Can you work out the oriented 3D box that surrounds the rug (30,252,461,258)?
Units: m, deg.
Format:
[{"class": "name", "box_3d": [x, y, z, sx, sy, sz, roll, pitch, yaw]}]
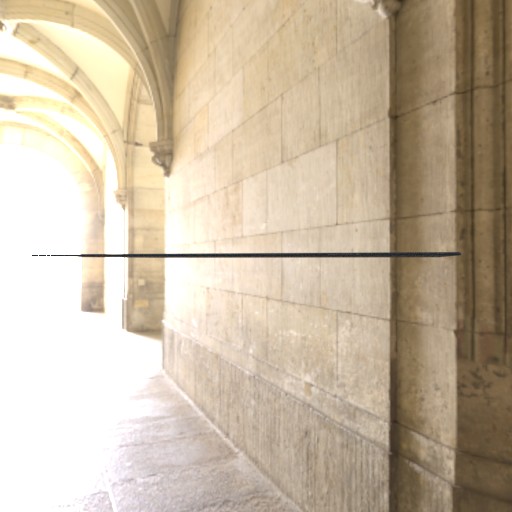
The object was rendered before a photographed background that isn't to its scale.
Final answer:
[{"class": "rug", "box_3d": [0.000, 0.000, 3.061, 2.441, 0.015, 1.526, 0, -1, 19]}]
